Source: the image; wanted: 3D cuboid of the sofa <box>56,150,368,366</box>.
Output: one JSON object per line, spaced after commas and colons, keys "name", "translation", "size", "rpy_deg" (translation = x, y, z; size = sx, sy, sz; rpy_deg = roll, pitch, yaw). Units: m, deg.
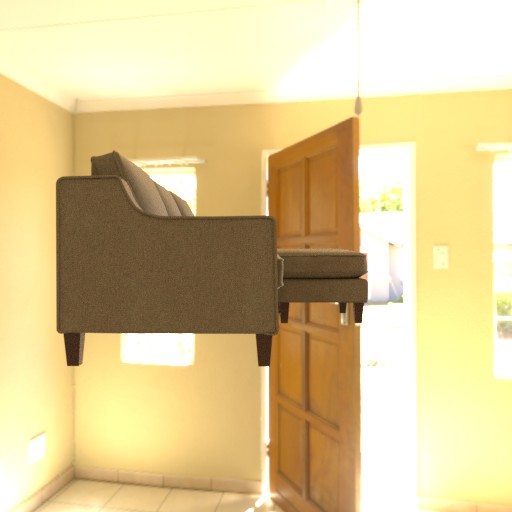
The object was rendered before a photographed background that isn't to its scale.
{"name": "sofa", "translation": [0.000, 0.000, 3.219], "size": [1.858, 1.081, 2.317], "rpy_deg": [0, -1, 0]}
